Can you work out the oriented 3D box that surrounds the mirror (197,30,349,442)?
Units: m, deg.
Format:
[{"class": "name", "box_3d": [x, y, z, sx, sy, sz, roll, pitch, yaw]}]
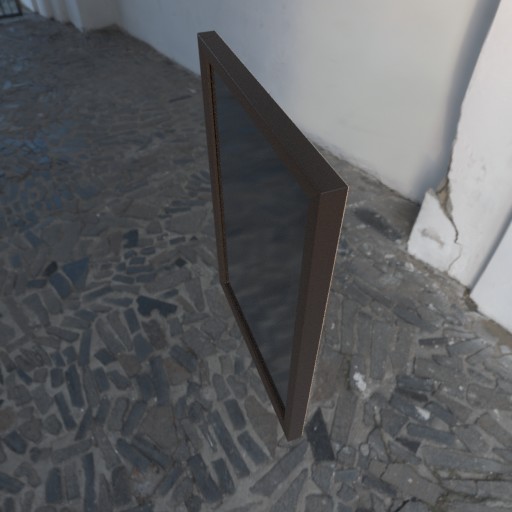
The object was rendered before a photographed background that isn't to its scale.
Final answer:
[{"class": "mirror", "box_3d": [0.000, 0.000, 0.915, 0.040, 0.710, 0.507, -15, 48, -14]}]
